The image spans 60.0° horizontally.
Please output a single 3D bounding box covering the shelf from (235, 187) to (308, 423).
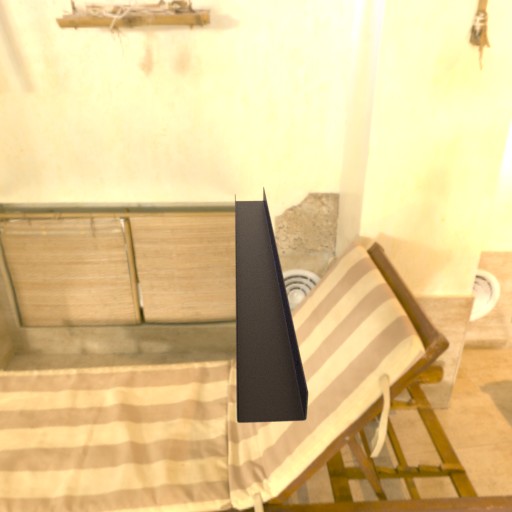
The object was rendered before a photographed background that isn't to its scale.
[{"bbox_3d":[0.000,0.000,0.990,0.092,0.049,0.924,-1,25,-2],"label":"shelf"}]
